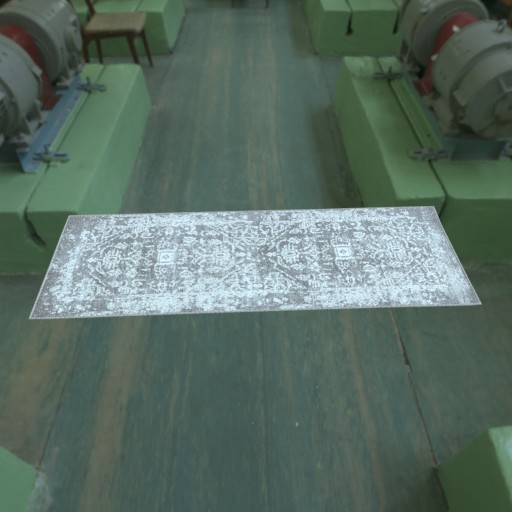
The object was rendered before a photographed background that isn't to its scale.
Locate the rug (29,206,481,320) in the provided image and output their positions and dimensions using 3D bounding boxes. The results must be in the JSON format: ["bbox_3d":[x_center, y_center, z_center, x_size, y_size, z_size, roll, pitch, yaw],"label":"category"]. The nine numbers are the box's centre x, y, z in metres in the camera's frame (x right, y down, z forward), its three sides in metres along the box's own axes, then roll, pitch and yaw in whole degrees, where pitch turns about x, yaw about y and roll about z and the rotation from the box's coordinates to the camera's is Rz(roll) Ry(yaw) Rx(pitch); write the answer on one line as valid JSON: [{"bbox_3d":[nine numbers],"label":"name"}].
[{"bbox_3d":[0.000,0.000,2.677,2.452,0.017,0.855,-2,45,-2],"label":"rug"}]
